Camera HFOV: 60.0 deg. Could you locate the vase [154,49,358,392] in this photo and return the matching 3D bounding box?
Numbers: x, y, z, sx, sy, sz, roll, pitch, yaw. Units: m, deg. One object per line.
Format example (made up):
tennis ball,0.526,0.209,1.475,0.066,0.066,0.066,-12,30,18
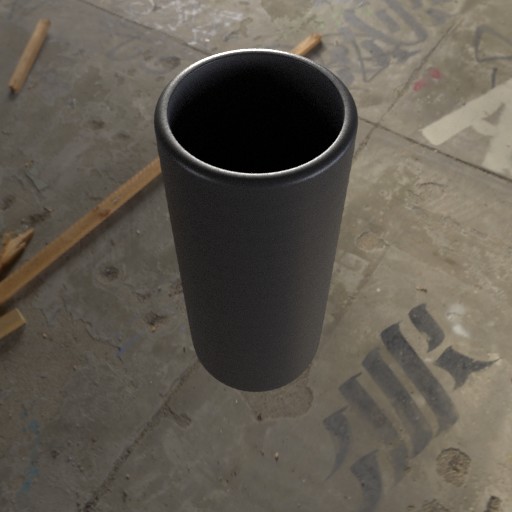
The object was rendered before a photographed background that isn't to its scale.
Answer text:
vase,0.000,0.000,0.350,0.136,0.289,0.136,-32,63,-18
